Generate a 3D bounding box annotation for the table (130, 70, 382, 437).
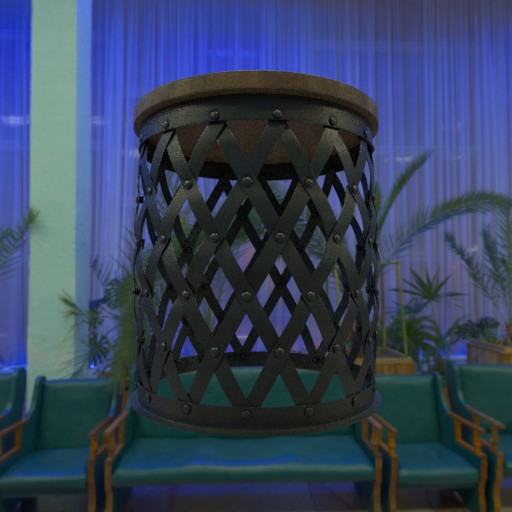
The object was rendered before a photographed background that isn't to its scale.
[{"bbox_3d":[0.000,0.000,0.750,0.405,0.454,0.405,0,-2,0],"label":"table"}]
